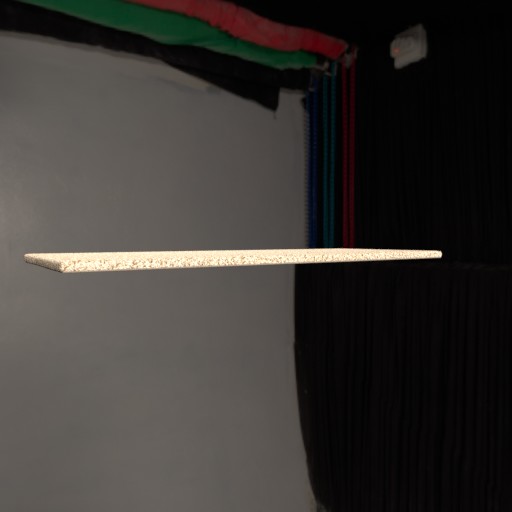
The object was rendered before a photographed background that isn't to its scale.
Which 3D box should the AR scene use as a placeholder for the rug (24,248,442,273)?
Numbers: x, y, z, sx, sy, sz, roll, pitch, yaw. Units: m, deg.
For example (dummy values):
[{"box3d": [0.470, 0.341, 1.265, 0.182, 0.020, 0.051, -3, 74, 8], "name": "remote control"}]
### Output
[{"box3d": [0.000, 0.000, 1.707, 1.524, 0.030, 0.609, -2, 3, -35], "name": "rug"}]
